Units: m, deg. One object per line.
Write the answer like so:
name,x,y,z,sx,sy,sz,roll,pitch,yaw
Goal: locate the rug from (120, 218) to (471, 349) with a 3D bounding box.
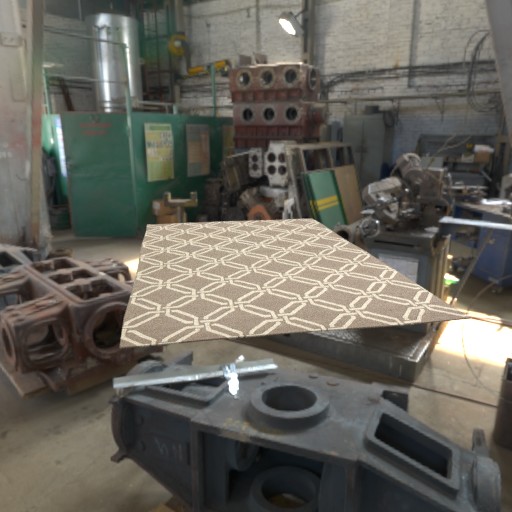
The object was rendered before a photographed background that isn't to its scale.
rug,0.000,0.000,2.194,1.142,0.010,1.748,-3,16,-10
